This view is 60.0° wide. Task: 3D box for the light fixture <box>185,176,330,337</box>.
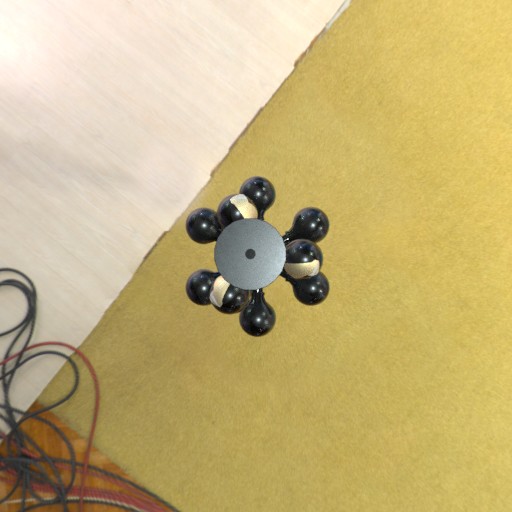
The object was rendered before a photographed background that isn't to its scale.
[{"bbox_3d":[0.000,0.000,1.104,0.420,0.859,0.468,0,90,1],"label":"light fixture"}]
